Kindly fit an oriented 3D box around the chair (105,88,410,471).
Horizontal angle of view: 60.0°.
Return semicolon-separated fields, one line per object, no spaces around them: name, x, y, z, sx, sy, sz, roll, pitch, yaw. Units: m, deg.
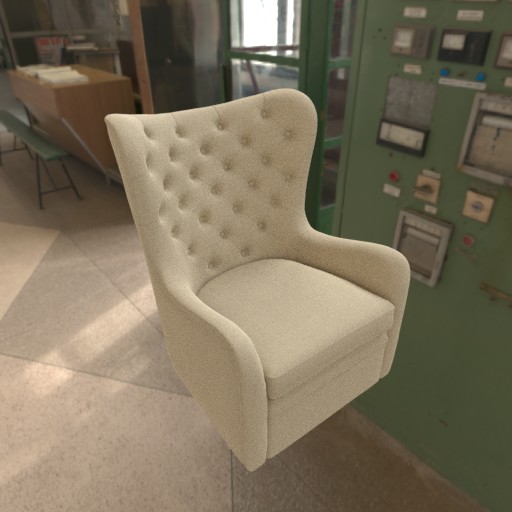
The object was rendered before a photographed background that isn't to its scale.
chair;0.000;0.000;1.717;0.831;1.079;0.929;-22;37;-32
